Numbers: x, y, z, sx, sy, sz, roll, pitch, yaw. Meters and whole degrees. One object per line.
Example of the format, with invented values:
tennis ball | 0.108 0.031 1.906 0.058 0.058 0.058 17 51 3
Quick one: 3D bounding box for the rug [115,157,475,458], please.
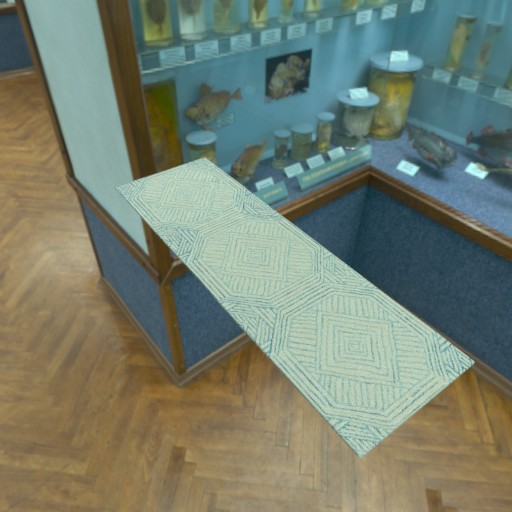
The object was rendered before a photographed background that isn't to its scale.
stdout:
rug | 0.000 0.000 2.663 0.775 0.012 2.452 -25 47 -26
